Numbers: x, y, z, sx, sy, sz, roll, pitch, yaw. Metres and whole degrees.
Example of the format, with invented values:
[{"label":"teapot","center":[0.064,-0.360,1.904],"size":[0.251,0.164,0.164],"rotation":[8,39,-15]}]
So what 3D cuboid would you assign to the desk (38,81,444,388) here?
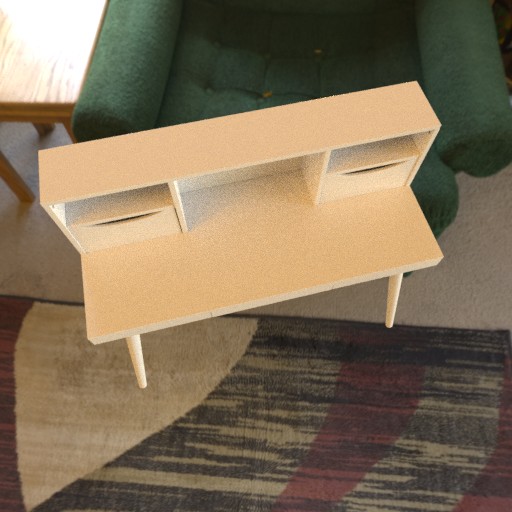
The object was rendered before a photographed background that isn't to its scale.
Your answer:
[{"label":"desk","center":[0.000,0.000,1.705],"size":[1.199,0.990,0.559],"rotation":[-12,64,-6]}]
